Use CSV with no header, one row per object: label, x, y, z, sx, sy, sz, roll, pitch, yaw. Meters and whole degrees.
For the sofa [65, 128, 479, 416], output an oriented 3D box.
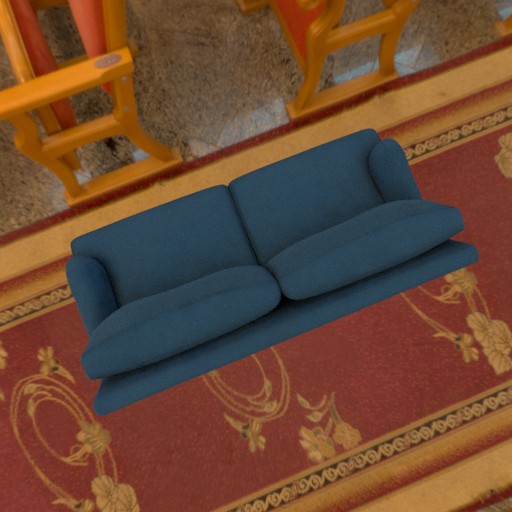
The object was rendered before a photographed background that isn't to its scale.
sofa,0.000,0.000,2.719,2.141,1.101,1.084,-21,78,-5
